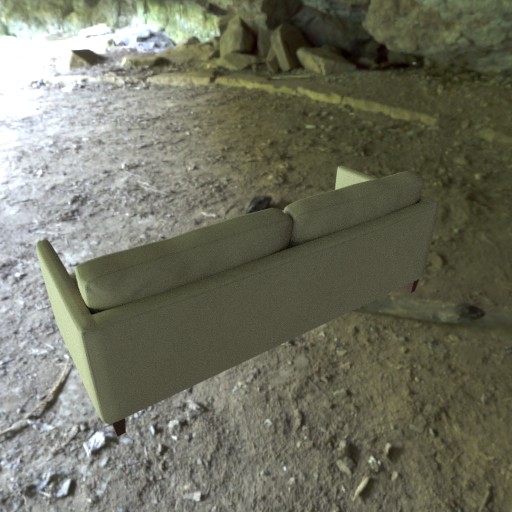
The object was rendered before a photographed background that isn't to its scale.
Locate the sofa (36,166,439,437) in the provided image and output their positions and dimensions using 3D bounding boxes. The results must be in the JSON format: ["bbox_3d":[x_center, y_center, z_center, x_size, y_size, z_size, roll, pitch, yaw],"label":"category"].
[{"bbox_3d":[0.000,0.000,2.861,2.404,0.912,0.988,-19,35,-29],"label":"sofa"}]
